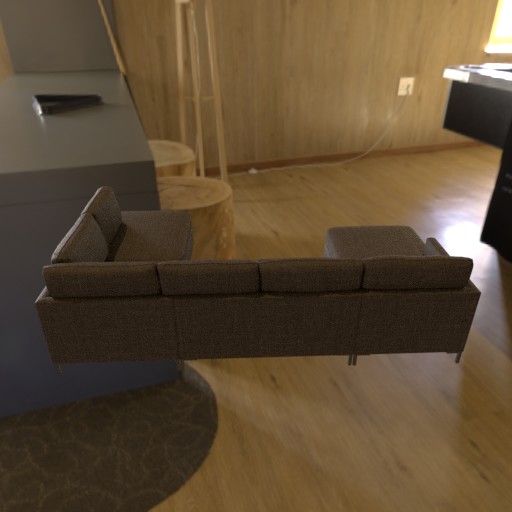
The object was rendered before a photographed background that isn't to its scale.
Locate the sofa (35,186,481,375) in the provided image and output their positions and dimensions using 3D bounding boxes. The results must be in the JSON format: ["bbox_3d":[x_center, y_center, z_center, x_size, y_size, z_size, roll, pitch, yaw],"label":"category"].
[{"bbox_3d":[0.000,0.000,4.303,3.423,0.999,2.048,-1,30,-2],"label":"sofa"}]
